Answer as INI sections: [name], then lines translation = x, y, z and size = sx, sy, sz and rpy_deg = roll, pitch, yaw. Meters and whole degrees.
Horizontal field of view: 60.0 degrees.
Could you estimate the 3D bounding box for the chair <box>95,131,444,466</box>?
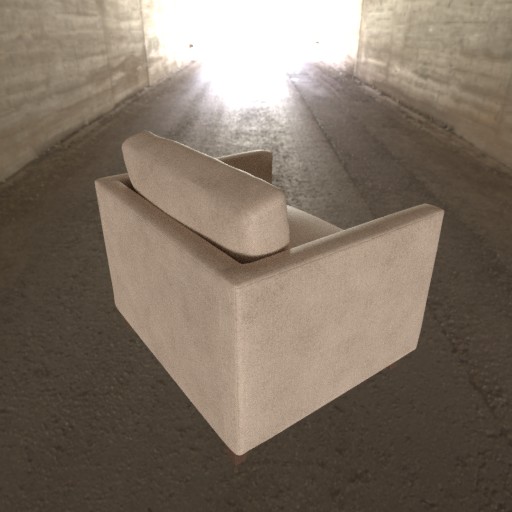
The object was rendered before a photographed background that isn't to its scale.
[chair]
translation = 0.000, 0.000, 1.879
size = 0.959, 0.961, 1.133
rpy_deg = -18, 33, -32
